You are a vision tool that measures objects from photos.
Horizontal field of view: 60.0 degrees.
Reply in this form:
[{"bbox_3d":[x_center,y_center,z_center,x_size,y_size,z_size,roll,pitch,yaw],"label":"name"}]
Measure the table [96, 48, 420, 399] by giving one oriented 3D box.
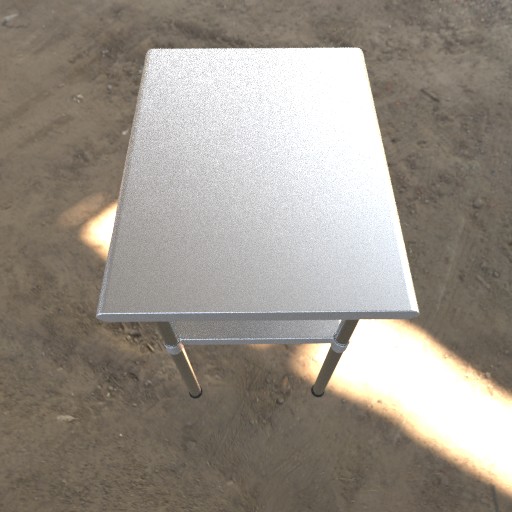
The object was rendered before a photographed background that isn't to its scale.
[{"bbox_3d":[0.000,0.000,1.357,0.584,0.876,0.762,0,59,0],"label":"table"}]
